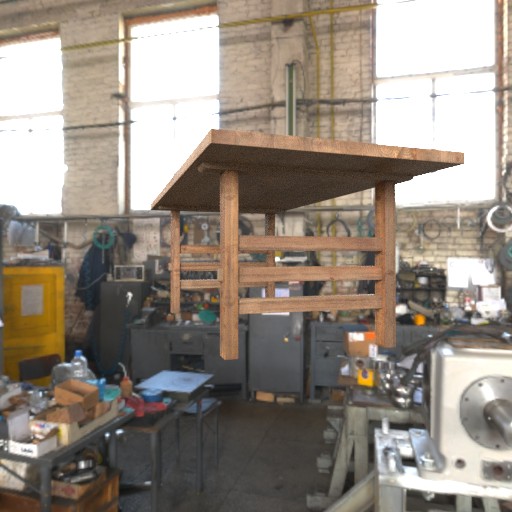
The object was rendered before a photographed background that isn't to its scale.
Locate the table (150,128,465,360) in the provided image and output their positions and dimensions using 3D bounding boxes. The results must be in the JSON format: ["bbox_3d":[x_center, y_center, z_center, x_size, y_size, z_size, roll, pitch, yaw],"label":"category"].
[{"bbox_3d":[0.000,0.000,2.422,0.952,0.760,2.003,0,0,-18],"label":"table"}]
